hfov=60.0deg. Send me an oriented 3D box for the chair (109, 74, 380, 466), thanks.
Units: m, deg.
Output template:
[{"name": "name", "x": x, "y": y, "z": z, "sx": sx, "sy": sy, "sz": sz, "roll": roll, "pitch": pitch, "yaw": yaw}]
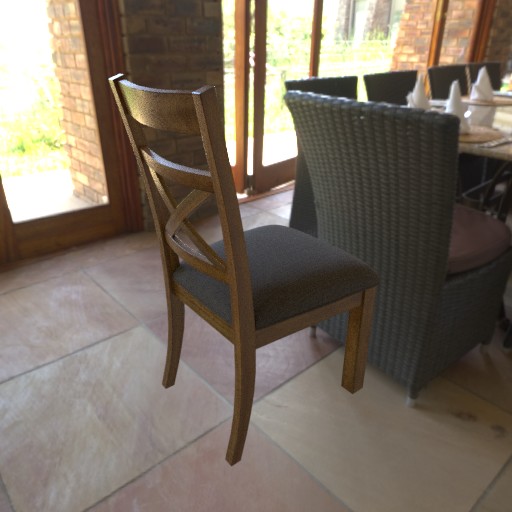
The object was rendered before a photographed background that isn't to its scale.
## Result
[{"name": "chair", "x": 0.000, "y": 0.000, "z": 1.246, "sx": 0.581, "sy": 0.949, "sz": 0.470, "roll": -19, "pitch": 32, "yaw": -34}]
